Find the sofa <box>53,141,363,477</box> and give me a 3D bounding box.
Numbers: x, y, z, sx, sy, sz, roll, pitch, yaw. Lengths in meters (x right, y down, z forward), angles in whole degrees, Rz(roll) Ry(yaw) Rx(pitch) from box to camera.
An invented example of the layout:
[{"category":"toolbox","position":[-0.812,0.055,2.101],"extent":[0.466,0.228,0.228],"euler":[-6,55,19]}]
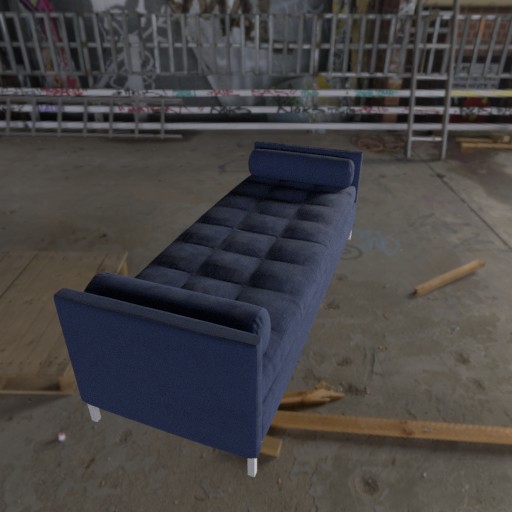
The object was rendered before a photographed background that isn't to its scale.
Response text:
[{"category":"sofa","position":[0.000,0.000,2.438],"extent":[0.797,0.657,2.102],"euler":[11,32,18]}]
